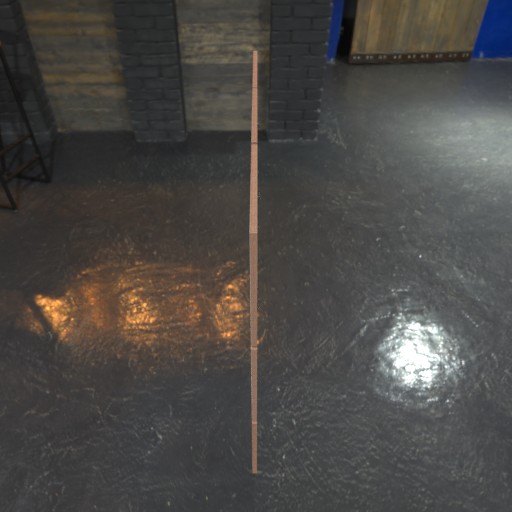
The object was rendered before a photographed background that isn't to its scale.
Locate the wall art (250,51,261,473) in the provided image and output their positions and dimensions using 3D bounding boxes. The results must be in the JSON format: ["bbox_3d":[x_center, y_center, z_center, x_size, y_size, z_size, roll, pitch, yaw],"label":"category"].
[{"bbox_3d":[0.000,0.000,1.342,0.018,0.904,0.906,0,42,0],"label":"wall art"}]
